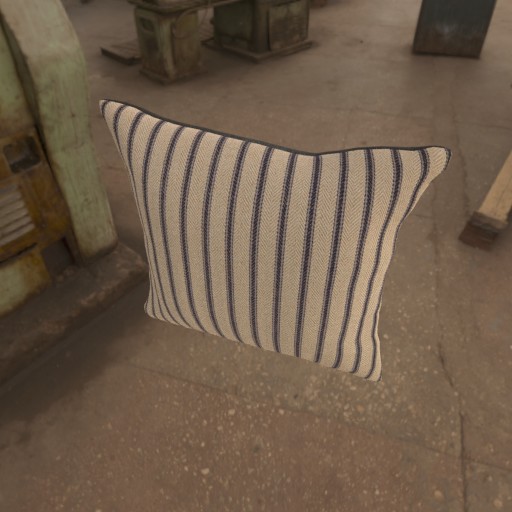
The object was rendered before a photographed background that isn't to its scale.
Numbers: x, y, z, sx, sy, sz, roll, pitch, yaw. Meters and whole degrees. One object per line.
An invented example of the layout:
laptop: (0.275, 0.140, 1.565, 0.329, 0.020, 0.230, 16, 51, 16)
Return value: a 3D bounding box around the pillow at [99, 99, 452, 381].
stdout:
pillow: (0.000, 0.000, 0.694, 0.468, 0.444, 0.138, 13, 43, 14)
